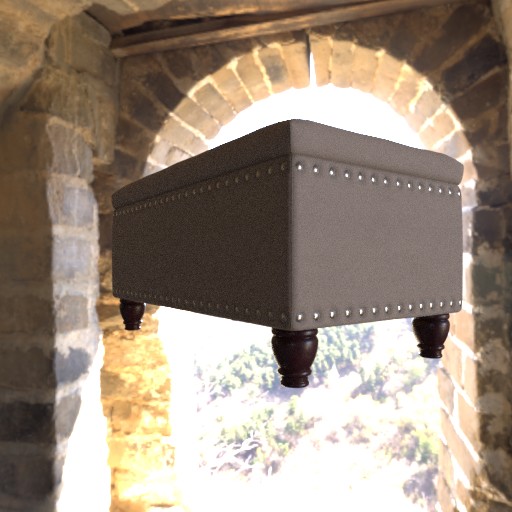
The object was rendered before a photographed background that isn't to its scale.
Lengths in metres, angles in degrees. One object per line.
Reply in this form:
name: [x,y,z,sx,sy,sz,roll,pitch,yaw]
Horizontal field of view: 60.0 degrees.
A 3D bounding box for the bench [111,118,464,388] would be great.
bench: [0.000,0.000,1.180,0.500,0.449,0.887,1,-1,-35]
